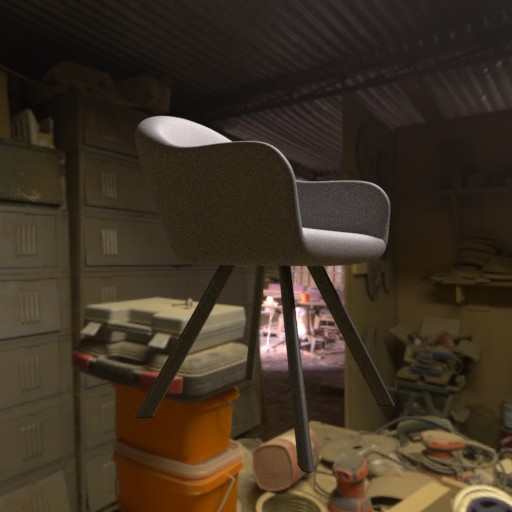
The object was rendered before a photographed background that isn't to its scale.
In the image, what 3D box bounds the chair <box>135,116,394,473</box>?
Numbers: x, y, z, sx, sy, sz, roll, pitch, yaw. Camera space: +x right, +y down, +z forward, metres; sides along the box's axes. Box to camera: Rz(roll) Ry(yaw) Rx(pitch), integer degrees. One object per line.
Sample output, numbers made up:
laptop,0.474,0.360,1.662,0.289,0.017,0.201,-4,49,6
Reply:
chair,0.000,0.000,1.145,0.570,0.780,0.540,0,0,36
